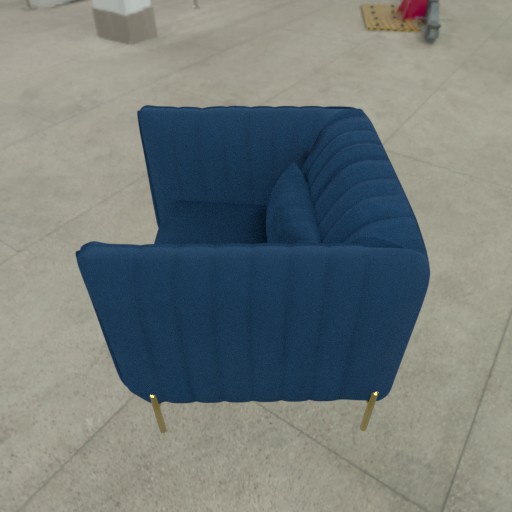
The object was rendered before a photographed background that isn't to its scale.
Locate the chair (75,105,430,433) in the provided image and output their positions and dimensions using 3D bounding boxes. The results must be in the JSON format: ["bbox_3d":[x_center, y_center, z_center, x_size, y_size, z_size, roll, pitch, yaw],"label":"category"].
[{"bbox_3d":[0.000,0.000,1.593,0.877,0.793,0.947,0,42,0],"label":"chair"}]
